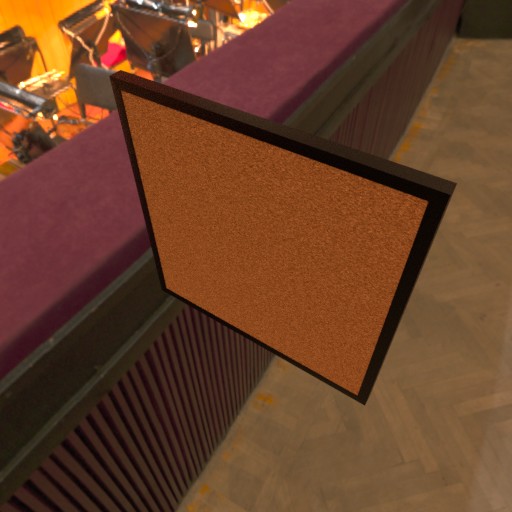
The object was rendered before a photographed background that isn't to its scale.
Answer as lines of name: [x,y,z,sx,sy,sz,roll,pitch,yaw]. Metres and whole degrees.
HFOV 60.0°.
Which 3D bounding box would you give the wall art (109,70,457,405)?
wall art: [0.000,0.000,1.124,0.756,0.755,0.036,26,52,22]
